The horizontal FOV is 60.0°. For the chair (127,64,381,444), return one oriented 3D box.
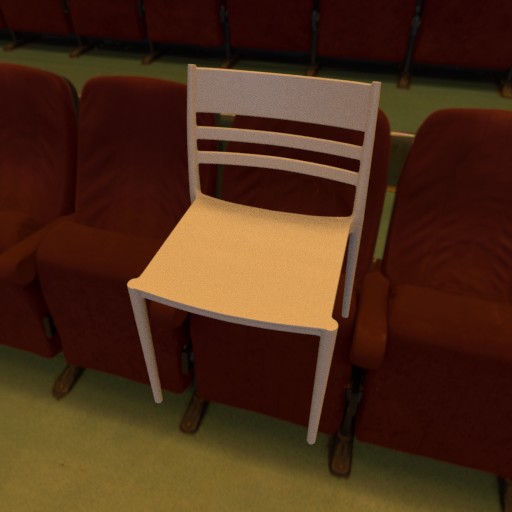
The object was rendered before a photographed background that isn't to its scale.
[{"bbox_3d":[0.000,0.000,1.156,0.531,0.800,0.511,10,42,12],"label":"chair"}]
